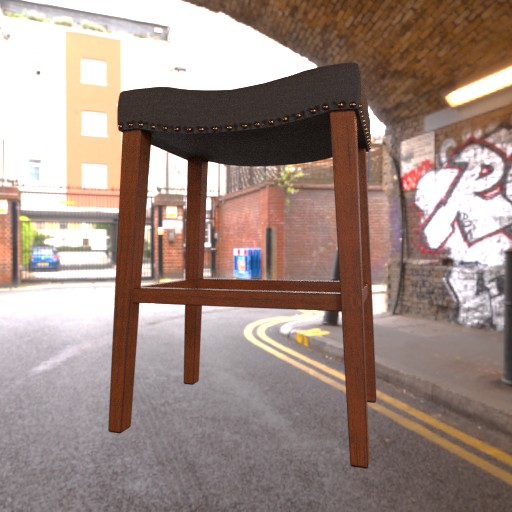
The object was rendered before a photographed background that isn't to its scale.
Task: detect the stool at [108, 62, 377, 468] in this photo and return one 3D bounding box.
[{"bbox_3d":[0.000,0.000,0.854,0.439,0.612,0.320,0,1,17],"label":"stool"}]
